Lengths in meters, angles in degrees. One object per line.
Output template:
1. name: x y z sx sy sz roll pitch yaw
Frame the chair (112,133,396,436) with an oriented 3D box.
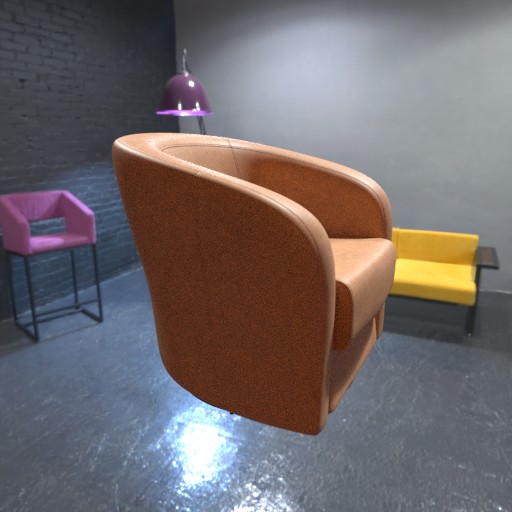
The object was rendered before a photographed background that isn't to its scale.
1. chair: 0.000 0.000 1.437 0.815 0.771 0.791 8 17 27
